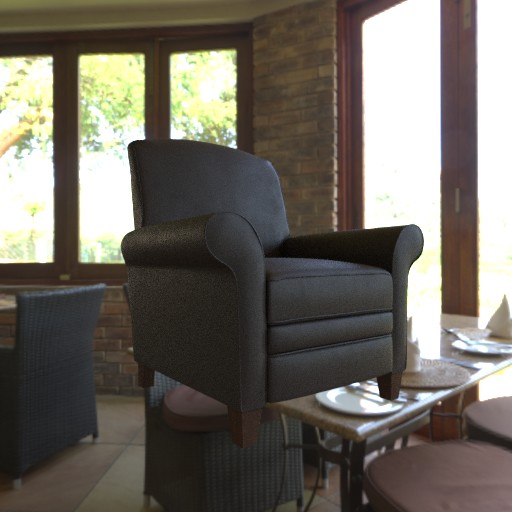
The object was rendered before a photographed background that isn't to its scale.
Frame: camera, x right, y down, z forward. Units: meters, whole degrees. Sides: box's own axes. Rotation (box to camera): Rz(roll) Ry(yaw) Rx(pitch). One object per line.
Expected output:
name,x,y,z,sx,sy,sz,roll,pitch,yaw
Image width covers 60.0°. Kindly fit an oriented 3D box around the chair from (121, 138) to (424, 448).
chair,0.000,0.000,1.764,0.978,1.061,0.902,0,0,-37
